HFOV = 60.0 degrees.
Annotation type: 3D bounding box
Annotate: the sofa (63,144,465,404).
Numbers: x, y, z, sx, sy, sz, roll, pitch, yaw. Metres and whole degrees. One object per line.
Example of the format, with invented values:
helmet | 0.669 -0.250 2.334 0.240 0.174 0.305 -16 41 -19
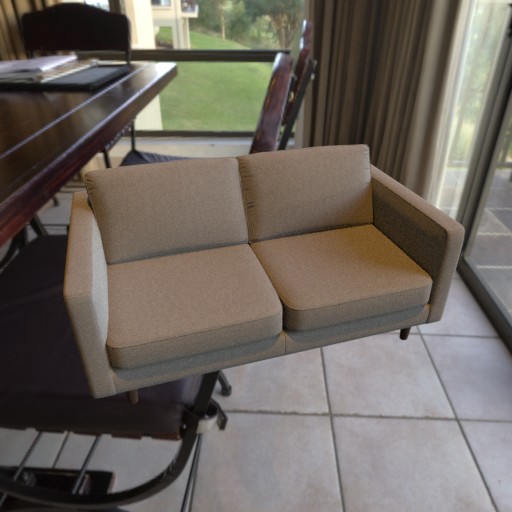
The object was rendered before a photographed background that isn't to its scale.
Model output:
sofa | 0.000 0.000 2.303 1.731 0.900 1.000 -9 33 -15
